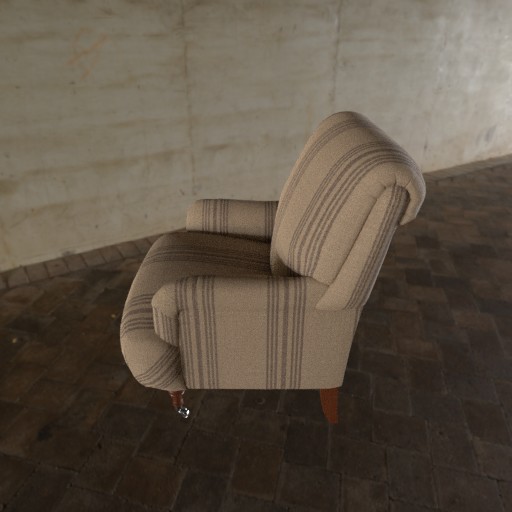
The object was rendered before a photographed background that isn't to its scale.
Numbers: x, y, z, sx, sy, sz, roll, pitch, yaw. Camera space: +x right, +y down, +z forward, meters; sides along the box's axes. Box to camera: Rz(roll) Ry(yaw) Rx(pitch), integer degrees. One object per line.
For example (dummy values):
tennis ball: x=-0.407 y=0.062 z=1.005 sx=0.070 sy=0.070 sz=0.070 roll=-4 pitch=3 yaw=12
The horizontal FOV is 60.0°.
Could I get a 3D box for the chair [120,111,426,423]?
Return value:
chair: x=0.000 y=0.000 z=1.601 sx=0.914 sy=0.940 sz=0.813 roll=0 pitch=27 yaw=0
